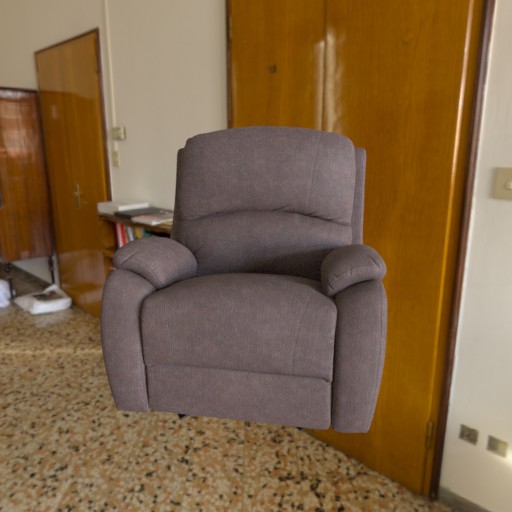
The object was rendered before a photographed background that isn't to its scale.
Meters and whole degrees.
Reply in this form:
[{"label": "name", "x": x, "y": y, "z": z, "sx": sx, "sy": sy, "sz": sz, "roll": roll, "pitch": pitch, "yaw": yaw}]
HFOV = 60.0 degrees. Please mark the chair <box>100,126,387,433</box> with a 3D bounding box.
[{"label": "chair", "x": 0.000, "y": 0.000, "z": 1.744, "sx": 0.930, "sy": 1.011, "sz": 0.899, "roll": 2, "pitch": 14, "yaw": 9}]
